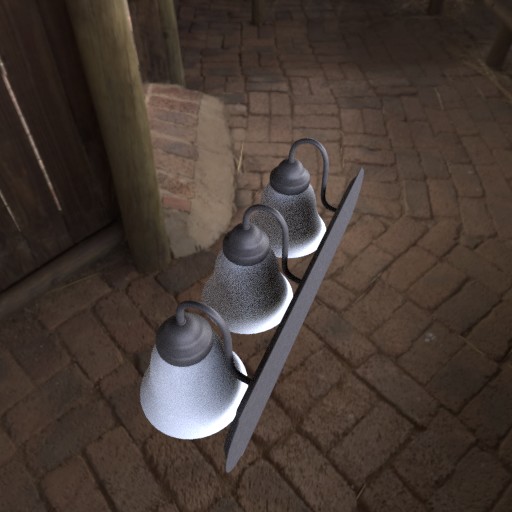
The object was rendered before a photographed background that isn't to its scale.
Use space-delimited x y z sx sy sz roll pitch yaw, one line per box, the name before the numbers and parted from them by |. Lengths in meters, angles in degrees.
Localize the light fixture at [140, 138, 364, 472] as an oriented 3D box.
light fixture | 0.000 0.000 0.716 0.199 0.222 0.610 18 49 16
